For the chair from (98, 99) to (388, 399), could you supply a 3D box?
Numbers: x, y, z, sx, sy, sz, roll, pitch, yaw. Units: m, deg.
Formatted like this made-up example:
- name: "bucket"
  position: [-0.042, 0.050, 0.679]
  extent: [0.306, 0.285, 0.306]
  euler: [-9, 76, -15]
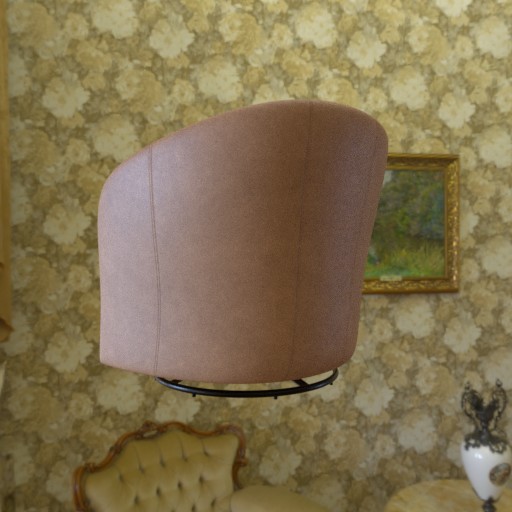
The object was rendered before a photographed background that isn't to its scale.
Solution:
- name: "chair"
  position: [0.000, 0.000, 1.441]
  extent: [0.815, 0.771, 0.791]
  euler: [-1, -1, 36]
